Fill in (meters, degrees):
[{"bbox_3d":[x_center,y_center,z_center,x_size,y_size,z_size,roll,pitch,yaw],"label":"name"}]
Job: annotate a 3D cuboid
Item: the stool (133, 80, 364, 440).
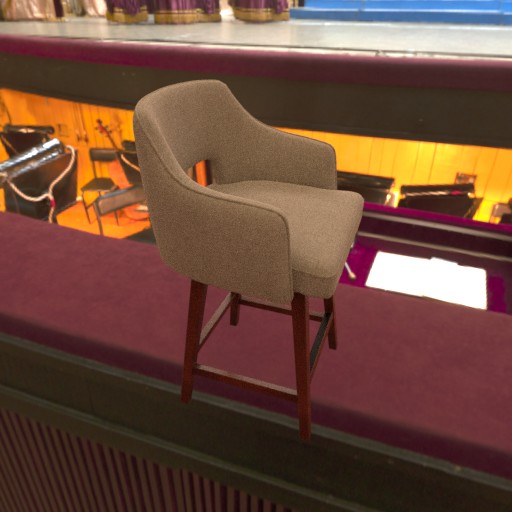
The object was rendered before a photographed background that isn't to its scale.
[{"bbox_3d":[0.000,0.000,1.349,0.558,0.944,0.599,10,32,17],"label":"stool"}]
